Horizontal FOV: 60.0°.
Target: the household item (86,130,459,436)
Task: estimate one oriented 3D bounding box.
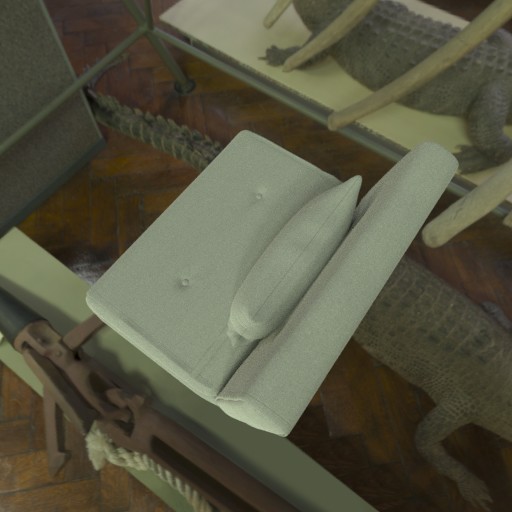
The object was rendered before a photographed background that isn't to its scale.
[{"bbox_3d":[0.000,0.000,1.636,0.874,0.800,1.000,33,68,15],"label":"household item"}]
